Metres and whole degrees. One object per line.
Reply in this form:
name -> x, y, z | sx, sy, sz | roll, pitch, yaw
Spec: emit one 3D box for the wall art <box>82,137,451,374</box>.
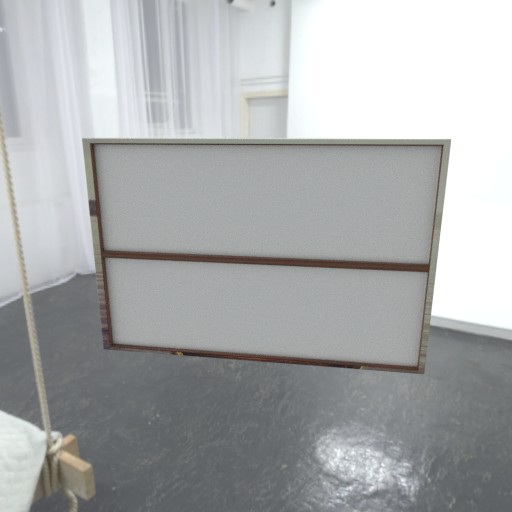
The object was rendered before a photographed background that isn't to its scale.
wall art -> 0.000, 0.000, 1.487 | 1.149, 0.765, 0.040 | 2, 16, 9
